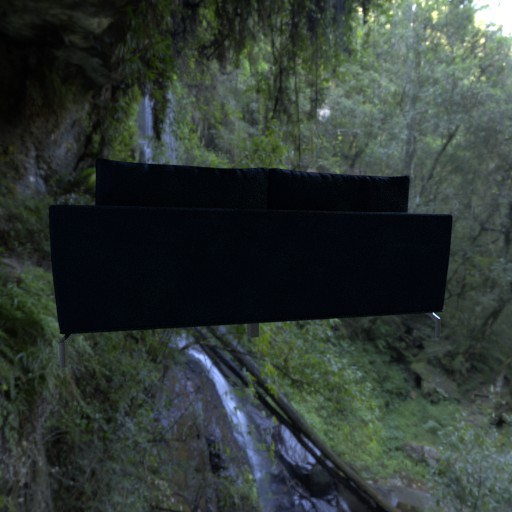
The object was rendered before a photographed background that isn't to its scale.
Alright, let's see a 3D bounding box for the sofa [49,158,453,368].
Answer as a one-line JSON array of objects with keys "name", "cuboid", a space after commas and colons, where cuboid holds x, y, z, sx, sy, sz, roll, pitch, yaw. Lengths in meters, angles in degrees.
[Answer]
[{"name": "sofa", "cuboid": [0.000, 0.000, 2.702, 2.212, 0.998, 0.853, -1, 2, -18]}]
